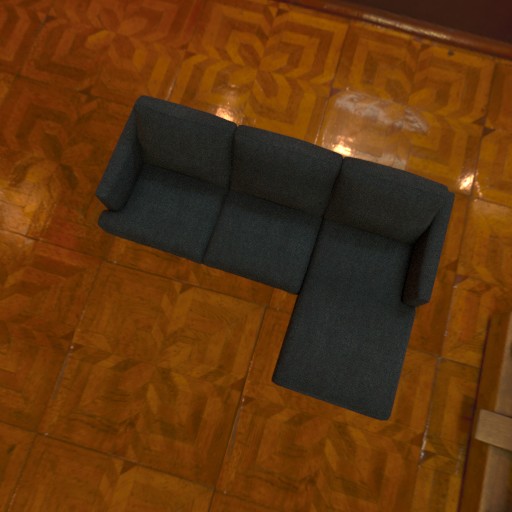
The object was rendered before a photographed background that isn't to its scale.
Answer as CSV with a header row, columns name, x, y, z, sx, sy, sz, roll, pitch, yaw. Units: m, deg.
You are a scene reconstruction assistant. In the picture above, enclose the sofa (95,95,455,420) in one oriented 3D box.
name,x,y,z,sx,sy,sz,roll,pitch,yaw
sofa,0.000,0.000,2.978,2.233,0.956,1.504,18,77,4
